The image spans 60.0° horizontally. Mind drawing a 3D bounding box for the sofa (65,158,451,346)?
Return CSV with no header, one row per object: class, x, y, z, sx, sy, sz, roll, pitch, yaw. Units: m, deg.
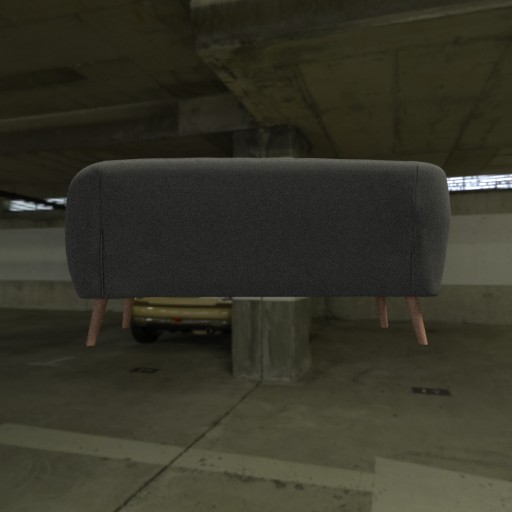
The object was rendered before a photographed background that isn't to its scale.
sofa,0.000,0.000,2.272,1.840,0.820,0.820,0,-2,-1
